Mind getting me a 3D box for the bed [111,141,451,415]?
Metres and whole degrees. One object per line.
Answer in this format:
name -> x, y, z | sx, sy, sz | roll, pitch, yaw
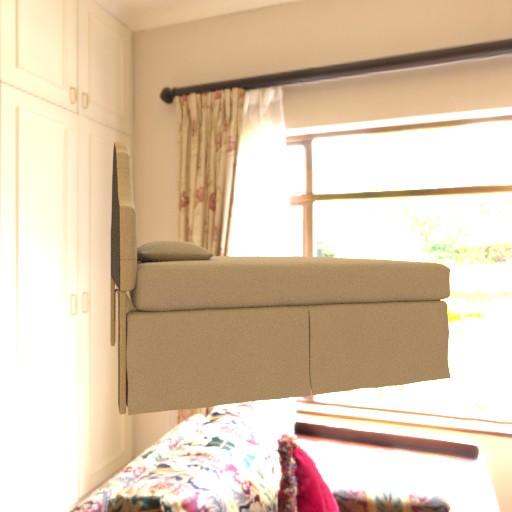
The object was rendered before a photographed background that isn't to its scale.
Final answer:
bed -> 0.000, 0.000, 3.413 | 2.086, 1.555, 2.012 | 0, 0, -19
